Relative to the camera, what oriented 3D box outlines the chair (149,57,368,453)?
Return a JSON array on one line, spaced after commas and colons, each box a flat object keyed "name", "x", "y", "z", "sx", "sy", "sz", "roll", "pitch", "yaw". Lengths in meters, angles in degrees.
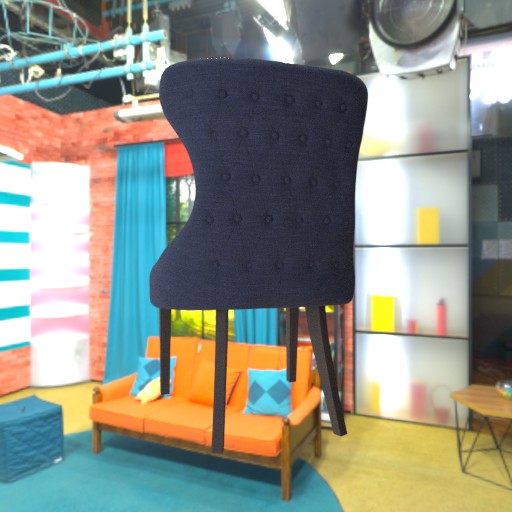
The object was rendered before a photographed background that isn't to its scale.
[{"name": "chair", "x": 0.000, "y": 0.000, "z": 1.363, "sx": 0.628, "sy": 0.967, "sz": 0.635, "roll": 0, "pitch": 0, "yaw": -18}]
